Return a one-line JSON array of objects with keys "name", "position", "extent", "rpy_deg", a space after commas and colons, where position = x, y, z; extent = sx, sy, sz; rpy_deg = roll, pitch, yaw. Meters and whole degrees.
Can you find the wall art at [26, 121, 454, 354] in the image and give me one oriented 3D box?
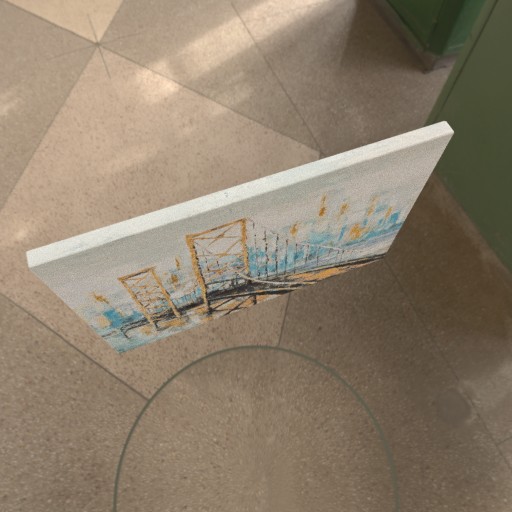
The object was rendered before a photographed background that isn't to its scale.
[{"name": "wall art", "position": [0.000, 0.000, 1.167], "extent": [0.913, 0.609, 0.038], "rpy_deg": [-19, 64, -9]}]
